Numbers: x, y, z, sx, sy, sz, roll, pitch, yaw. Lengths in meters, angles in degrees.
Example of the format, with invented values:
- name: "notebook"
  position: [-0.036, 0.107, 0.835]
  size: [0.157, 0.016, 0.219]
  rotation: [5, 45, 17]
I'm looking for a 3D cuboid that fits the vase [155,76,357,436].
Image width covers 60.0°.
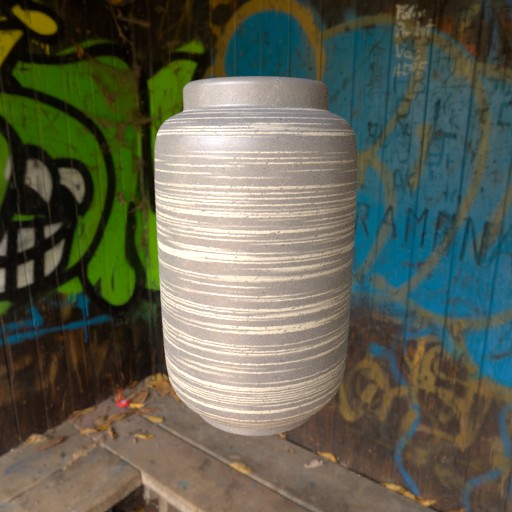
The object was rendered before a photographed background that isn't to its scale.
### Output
- name: "vase"
  position: [0.000, 0.000, 0.691]
  size: [0.297, 0.499, 0.297]
  rotation: [0, 15, 0]
